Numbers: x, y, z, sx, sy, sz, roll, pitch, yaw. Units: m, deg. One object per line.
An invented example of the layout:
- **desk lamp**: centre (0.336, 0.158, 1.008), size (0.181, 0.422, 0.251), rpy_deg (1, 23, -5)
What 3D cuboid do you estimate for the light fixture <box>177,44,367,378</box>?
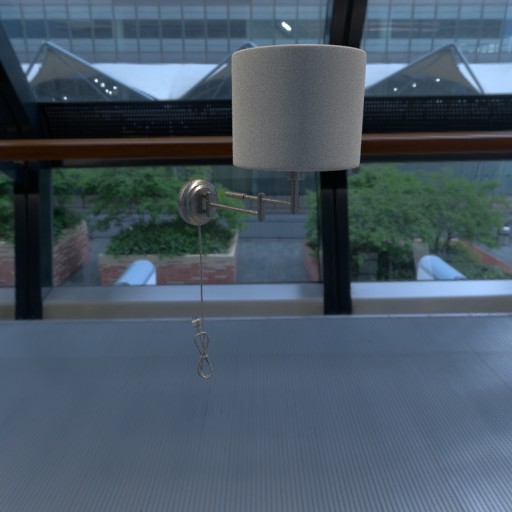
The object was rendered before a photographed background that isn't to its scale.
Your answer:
- **light fixture**: centre (0.000, 0.000, 1.038), size (0.479, 0.842, 0.253), rpy_deg (16, 23, 42)
